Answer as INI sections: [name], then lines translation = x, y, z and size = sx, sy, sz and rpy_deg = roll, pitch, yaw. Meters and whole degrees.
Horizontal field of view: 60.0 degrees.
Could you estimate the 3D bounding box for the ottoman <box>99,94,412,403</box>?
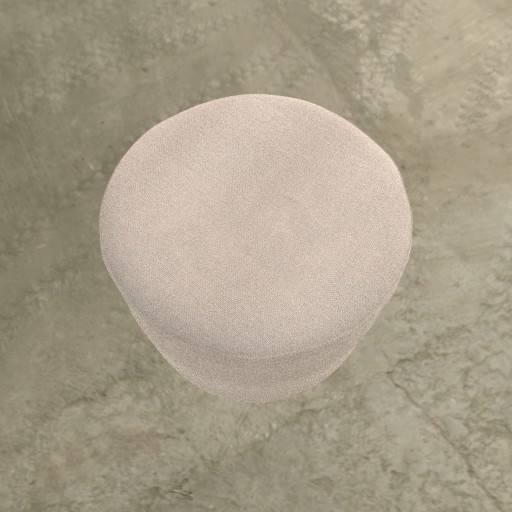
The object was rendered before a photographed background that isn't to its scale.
[ottoman]
translation = 0.000, 0.000, 0.854
size = 0.497, 0.409, 0.497
rpy_deg = 0, 63, 0
